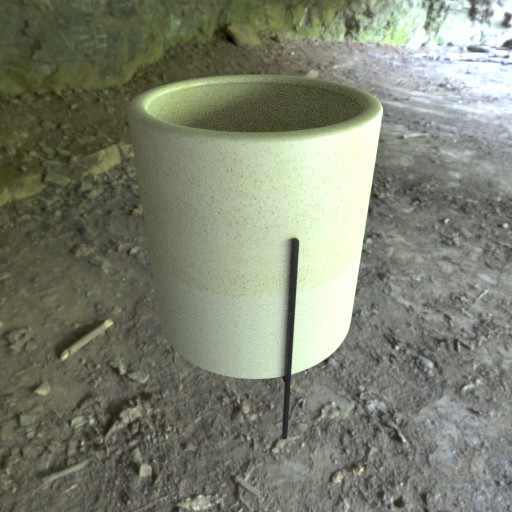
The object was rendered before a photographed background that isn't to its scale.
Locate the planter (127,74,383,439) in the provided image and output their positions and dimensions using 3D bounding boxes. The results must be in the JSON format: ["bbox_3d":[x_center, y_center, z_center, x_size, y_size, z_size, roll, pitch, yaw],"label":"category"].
[{"bbox_3d":[0.000,0.000,0.703,0.324,0.483,0.333,-9,34,-14],"label":"planter"}]
